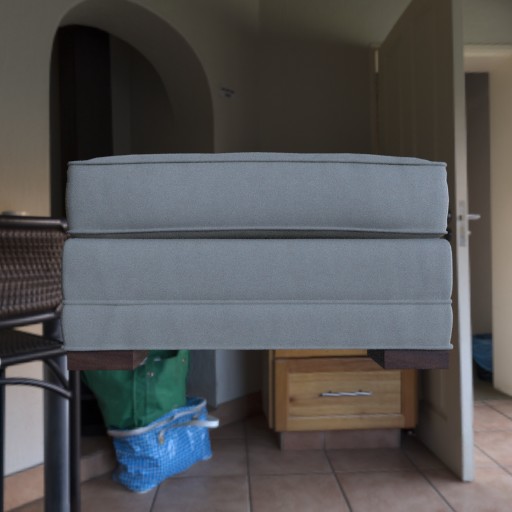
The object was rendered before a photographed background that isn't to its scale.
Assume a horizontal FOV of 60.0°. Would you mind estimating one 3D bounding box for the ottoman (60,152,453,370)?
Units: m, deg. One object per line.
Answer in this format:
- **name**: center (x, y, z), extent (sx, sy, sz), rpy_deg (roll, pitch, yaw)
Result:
- **ottoman**: center (0.000, 0.000, 1.214), extent (0.848, 0.482, 0.611), rpy_deg (0, 0, -1)
